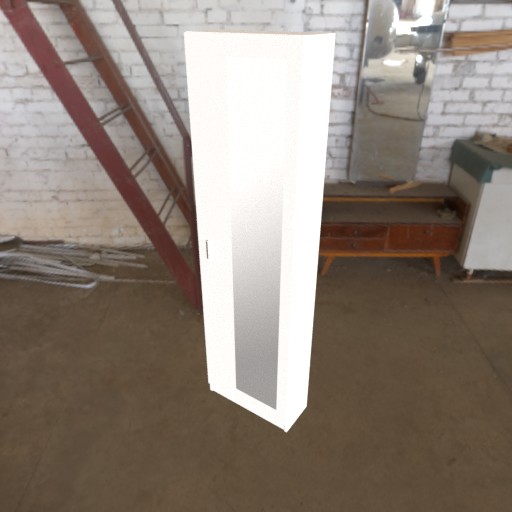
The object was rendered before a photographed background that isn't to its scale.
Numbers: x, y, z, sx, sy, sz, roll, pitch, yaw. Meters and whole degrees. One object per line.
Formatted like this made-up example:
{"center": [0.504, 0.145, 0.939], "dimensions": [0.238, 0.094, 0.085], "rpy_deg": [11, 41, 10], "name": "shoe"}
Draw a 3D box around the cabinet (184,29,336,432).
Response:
{"center": [0.000, 0.000, 1.985], "dimensions": [0.500, 1.790, 0.230], "rpy_deg": [19, 34, 30], "name": "cabinet"}
